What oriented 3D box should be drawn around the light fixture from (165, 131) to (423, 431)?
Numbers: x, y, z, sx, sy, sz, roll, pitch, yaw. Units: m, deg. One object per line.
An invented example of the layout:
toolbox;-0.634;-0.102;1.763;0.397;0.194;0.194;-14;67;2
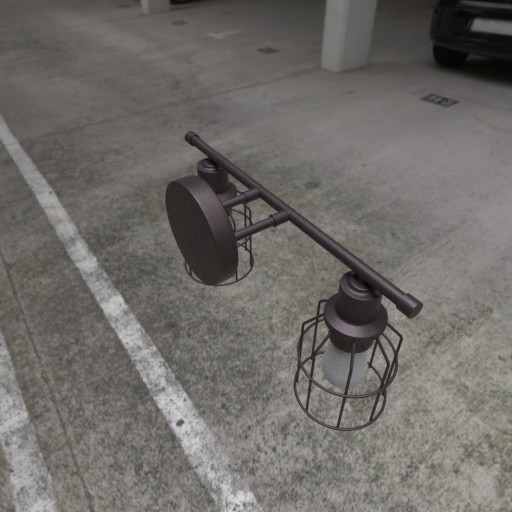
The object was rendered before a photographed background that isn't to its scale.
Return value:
light fixture;0.000;0.000;0.540;0.165;0.254;0.406;-24;46;-26
